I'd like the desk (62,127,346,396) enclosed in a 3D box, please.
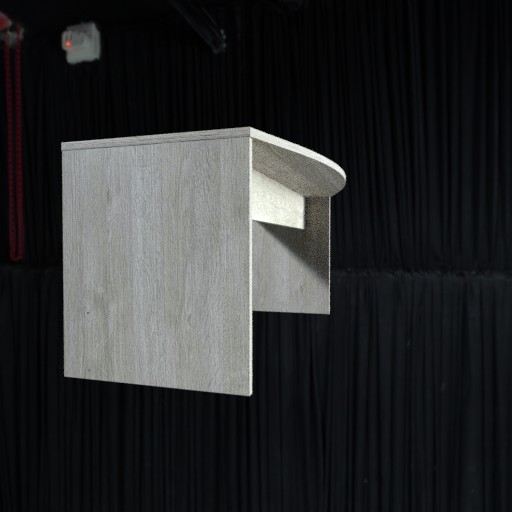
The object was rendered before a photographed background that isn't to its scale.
[{"bbox_3d":[0.000,0.000,2.068,0.802,0.752,1.600,0,1,17],"label":"desk"}]
